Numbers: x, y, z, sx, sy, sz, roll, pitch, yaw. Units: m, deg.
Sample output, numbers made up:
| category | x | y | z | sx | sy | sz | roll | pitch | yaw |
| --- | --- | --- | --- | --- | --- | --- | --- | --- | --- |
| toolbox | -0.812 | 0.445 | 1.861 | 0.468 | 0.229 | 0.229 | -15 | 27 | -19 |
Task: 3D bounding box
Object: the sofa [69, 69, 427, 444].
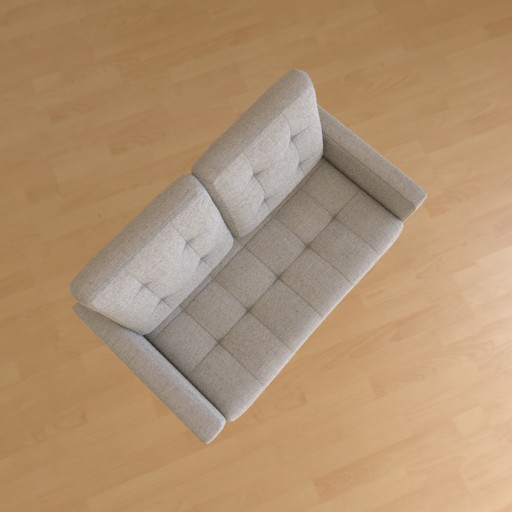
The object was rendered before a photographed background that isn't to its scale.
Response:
| category | x | y | z | sx | sy | sz | roll | pitch | yaw |
| --- | --- | --- | --- | --- | --- | --- | --- | --- | --- |
| sofa | 0.000 | 0.000 | 1.986 | 0.842 | 0.907 | 1.407 | 42 | 80 | 9 |
